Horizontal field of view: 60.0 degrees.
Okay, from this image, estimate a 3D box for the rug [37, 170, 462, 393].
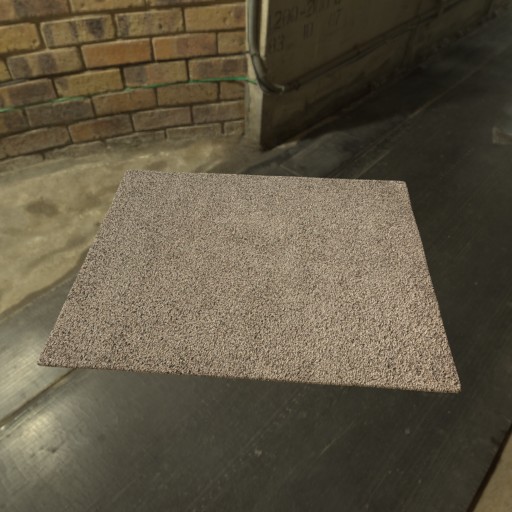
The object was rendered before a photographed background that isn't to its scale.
[{"bbox_3d":[0.000,0.000,3.996,3.047,0.029,2.438,3,46,3],"label":"rug"}]
